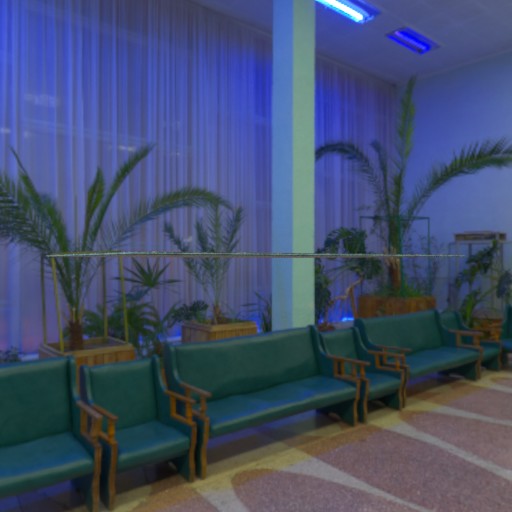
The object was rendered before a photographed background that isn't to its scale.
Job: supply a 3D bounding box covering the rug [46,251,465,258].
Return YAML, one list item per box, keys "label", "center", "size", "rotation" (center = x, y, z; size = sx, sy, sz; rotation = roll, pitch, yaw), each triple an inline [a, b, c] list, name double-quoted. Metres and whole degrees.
- label: "rug"
  center: [0.000, 0.000, 2.859]
  size: [2.207, 0.014, 1.567]
  rotation: [0, -1, -36]
